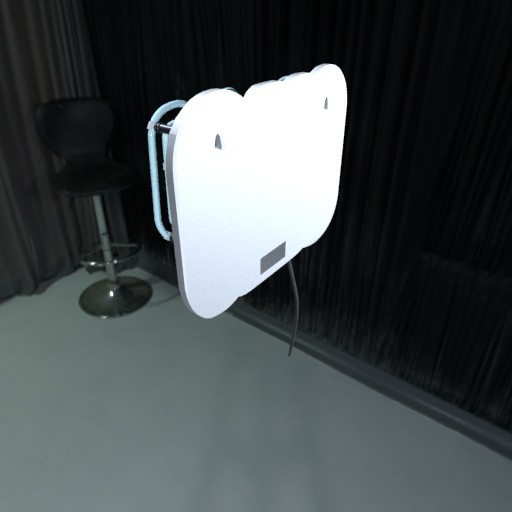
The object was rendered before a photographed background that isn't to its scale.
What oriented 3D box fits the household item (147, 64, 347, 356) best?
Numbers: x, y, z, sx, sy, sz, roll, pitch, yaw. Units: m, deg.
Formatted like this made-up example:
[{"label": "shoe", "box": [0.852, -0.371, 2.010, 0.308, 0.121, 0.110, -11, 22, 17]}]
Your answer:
[{"label": "household item", "box": [0.000, 0.000, 0.380, 0.042, 0.294, 0.211, 20, 36, 30]}]
